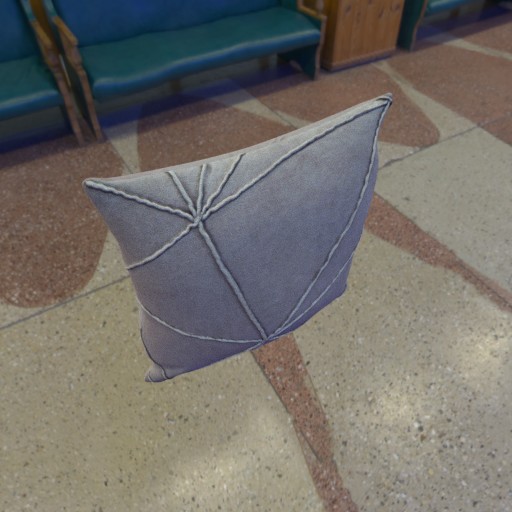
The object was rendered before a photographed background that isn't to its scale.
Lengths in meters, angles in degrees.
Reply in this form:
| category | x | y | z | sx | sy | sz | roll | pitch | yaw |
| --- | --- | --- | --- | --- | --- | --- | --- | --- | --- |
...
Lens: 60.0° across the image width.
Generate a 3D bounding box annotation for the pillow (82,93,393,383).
| category | x | y | z | sx | sy | sz | roll | pitch | yaw |
| --- | --- | --- | --- | --- | --- | --- | --- | --- | --- |
| pillow | 0.000 | 0.000 | 0.693 | 0.439 | 0.440 | 0.185 | -22 | 51 | -20 |
